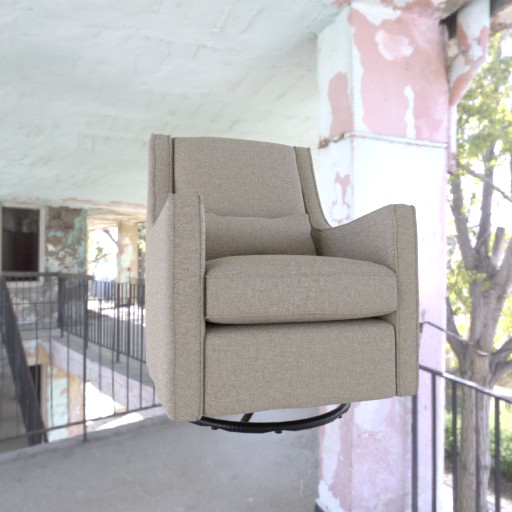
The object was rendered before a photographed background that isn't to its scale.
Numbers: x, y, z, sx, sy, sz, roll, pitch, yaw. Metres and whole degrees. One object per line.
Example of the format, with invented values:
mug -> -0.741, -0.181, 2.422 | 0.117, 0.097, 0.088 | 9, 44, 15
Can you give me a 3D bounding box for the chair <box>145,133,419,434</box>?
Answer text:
chair -> 0.000, 0.000, 1.565 | 0.732, 0.993, 0.879 | 0, -1, -19
